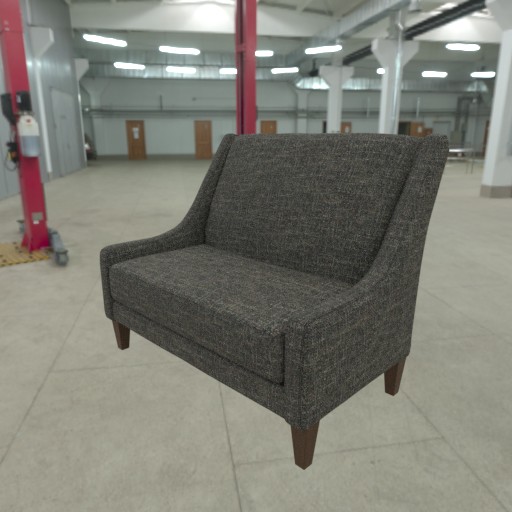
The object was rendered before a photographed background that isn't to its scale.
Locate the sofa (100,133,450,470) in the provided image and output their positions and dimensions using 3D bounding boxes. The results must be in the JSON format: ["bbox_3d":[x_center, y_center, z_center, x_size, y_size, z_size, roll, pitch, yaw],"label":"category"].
[{"bbox_3d":[0.000,0.000,1.907,1.242,1.021,0.870,15,21,43],"label":"sofa"}]
